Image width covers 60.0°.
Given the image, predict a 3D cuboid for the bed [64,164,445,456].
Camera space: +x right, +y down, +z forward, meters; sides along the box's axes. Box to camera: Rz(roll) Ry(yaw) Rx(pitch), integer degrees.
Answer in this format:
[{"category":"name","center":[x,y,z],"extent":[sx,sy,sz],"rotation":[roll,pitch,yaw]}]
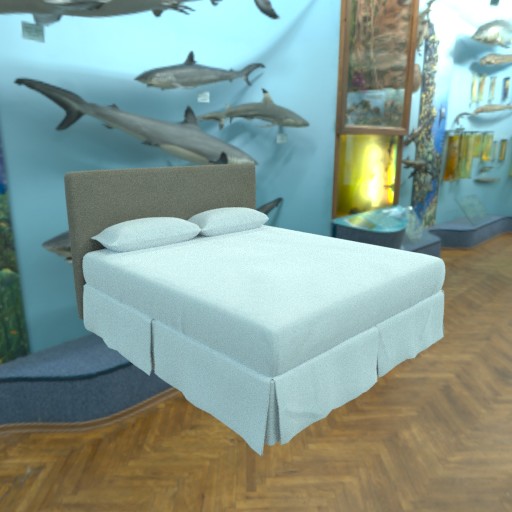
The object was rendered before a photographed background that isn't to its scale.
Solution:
[{"category":"bed","center":[0.000,0.000,3.529],"extent":[2.119,1.317,2.341],"rotation":[-14,20,-43]}]
